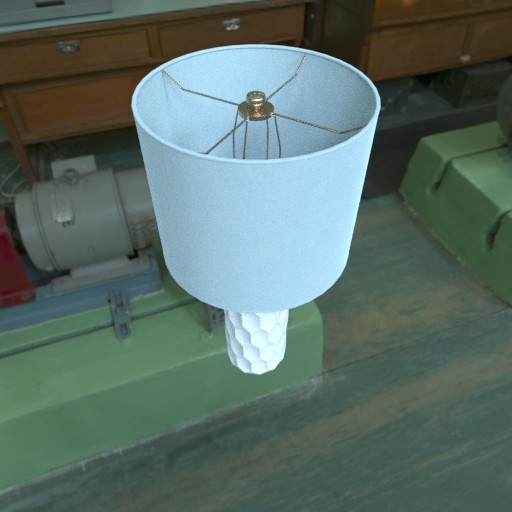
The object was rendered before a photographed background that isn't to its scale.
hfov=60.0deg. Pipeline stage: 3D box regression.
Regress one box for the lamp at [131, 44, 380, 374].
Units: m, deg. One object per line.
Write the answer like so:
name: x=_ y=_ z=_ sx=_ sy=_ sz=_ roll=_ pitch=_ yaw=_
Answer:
lamp: x=0.000 y=0.000 z=0.693 sx=0.277 sy=0.534 sz=0.277 roll=-16 pitch=48 yaw=-15
